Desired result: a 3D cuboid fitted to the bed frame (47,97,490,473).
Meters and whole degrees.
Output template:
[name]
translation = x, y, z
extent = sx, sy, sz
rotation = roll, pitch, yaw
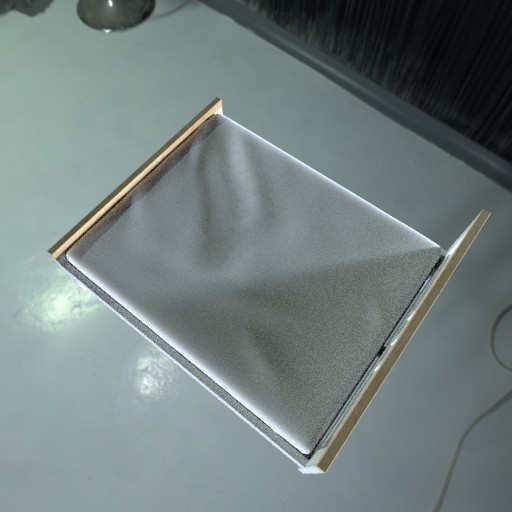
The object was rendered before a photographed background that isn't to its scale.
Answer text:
[bed frame]
translation = 0.000, 0.000, 2.919
extent = 2.050, 0.980, 1.670
rotation = 35, 69, 16
